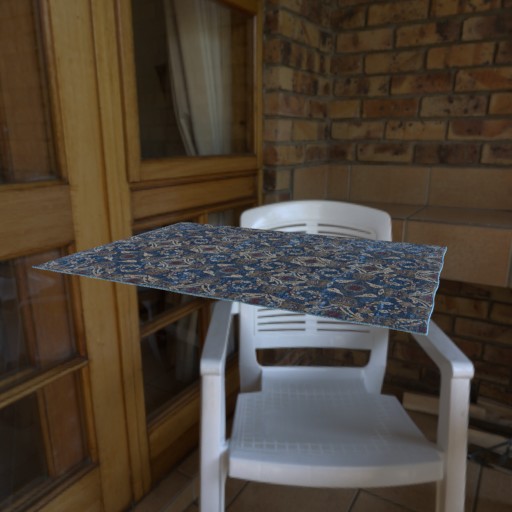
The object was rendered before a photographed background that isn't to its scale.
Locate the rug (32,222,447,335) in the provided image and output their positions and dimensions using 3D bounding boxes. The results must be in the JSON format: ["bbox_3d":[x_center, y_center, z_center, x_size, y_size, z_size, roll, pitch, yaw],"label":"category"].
[{"bbox_3d":[0.000,0.000,2.861,2.207,0.014,1.567,7,17,24],"label":"rug"}]
